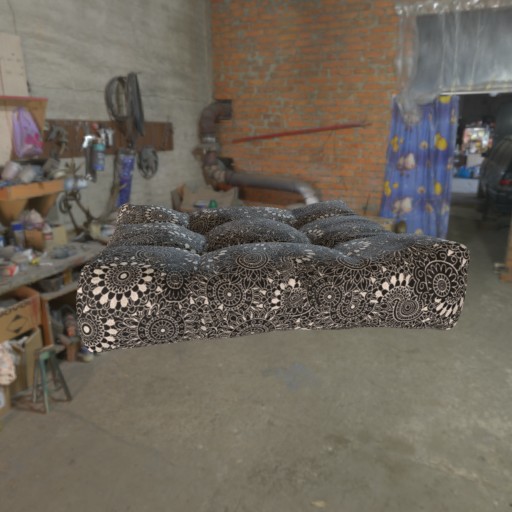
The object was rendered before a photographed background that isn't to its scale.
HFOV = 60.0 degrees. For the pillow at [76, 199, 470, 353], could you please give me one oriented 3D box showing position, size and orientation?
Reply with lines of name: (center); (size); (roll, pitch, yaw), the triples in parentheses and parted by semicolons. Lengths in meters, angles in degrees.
pillow: (0.000, 0.000, 0.735); (0.490, 0.128, 0.468); (-3, 15, -10)
